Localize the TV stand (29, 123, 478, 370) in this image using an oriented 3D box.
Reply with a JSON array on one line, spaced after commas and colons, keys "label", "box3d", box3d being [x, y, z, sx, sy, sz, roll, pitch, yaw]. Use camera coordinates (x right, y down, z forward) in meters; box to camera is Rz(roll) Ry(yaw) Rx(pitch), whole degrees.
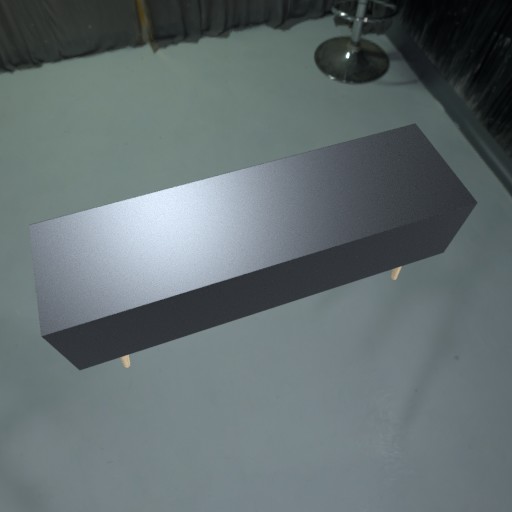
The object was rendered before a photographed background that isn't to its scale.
[{"label": "TV stand", "box3d": [0.000, 0.000, 1.569, 1.312, 0.518, 0.390, -17, 60, -10]}]
